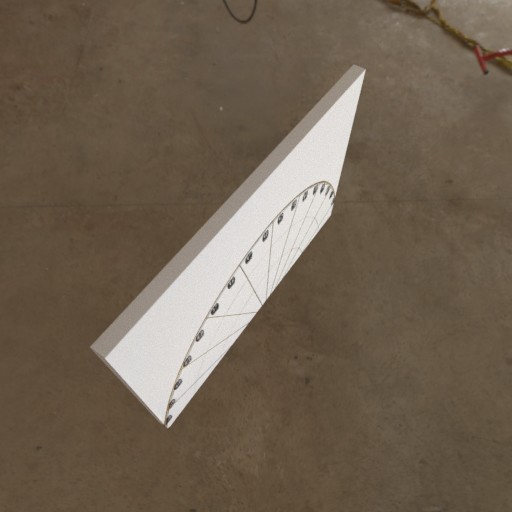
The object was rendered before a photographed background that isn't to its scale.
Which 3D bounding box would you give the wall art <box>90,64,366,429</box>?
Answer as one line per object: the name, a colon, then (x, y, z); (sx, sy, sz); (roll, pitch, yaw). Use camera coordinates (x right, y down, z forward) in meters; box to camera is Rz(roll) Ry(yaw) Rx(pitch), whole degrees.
wall art: (0.000, 0.000, 1.166); (0.038, 0.601, 0.898); (31, 63, 17)
